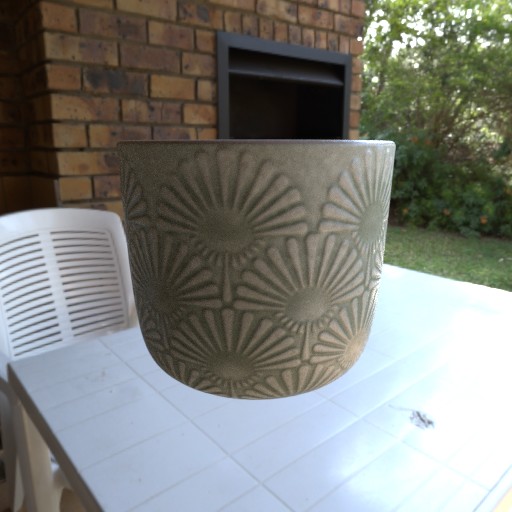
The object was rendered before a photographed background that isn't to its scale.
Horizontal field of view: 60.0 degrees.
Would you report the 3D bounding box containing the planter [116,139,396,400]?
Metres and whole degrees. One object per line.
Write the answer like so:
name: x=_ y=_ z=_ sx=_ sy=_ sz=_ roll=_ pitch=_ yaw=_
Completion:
planter: x=0.000 y=0.000 z=0.218 sx=0.124 sy=0.109 sz=0.124 roll=0 pitch=14 yaw=0
